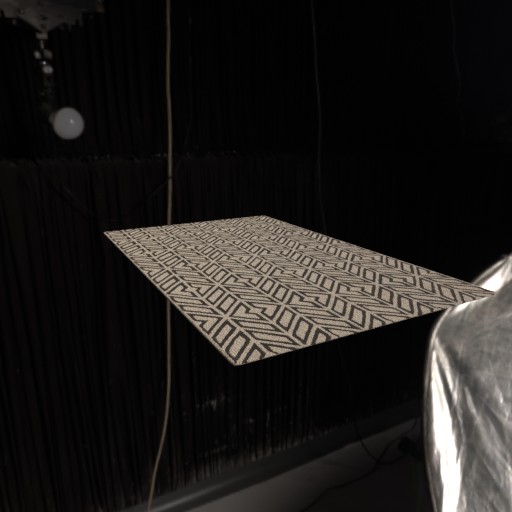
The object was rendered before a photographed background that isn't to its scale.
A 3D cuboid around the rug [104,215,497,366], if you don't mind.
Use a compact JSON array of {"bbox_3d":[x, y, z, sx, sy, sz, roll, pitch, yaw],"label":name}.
[{"bbox_3d":[0.000,0.000,2.960,1.523,0.008,2.438,-9,18,-28],"label":"rug"}]
